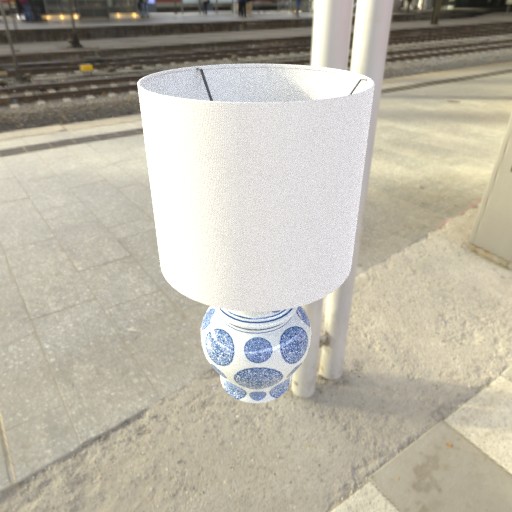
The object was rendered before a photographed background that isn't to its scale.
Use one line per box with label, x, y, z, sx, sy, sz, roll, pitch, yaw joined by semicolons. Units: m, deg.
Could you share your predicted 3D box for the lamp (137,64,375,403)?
lamp;0.000;0.000;0.507;0.215;0.381;0.215;-21;36;-31
